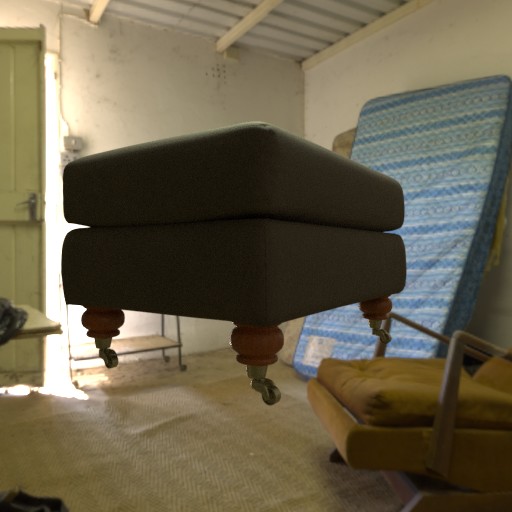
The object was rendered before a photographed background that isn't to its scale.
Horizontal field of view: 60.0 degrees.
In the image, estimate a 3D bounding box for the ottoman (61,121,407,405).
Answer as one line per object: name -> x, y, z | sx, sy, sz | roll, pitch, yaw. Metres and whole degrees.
ottoman -> 0.000, 0.000, 1.141 | 0.574, 0.497, 0.773 | 0, 1, 34
